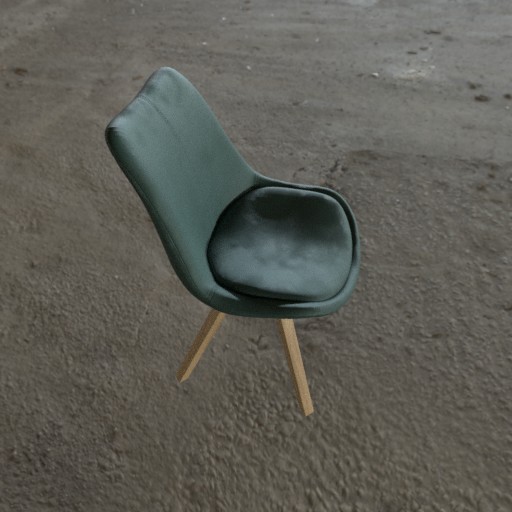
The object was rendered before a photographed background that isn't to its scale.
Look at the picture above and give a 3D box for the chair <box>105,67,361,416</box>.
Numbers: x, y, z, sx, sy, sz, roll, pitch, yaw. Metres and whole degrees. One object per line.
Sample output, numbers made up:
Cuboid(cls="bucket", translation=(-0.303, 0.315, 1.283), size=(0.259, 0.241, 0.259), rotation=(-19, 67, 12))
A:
Cuboid(cls="chair", translation=(0.000, 0.000, 1.200), size=(0.547, 0.865, 0.483), rotation=(10, 48, 9))
